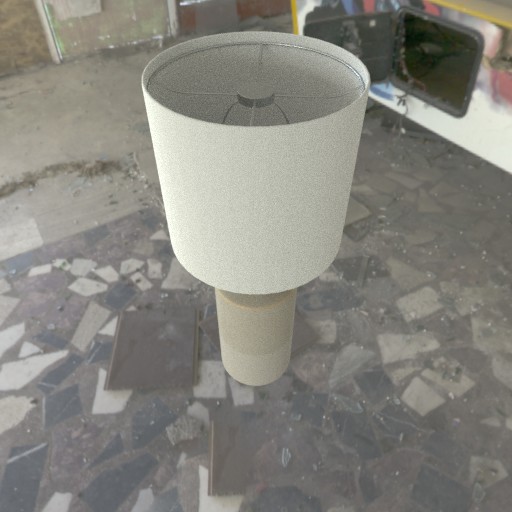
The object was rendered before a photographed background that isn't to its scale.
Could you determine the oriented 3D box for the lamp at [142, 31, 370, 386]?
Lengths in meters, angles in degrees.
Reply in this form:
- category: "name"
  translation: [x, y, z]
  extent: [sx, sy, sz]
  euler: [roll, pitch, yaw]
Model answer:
- category: "lamp"
  translation: [0.000, 0.000, 0.591]
  extent: [0.212, 0.493, 0.212]
  euler: [3, 45, 3]
